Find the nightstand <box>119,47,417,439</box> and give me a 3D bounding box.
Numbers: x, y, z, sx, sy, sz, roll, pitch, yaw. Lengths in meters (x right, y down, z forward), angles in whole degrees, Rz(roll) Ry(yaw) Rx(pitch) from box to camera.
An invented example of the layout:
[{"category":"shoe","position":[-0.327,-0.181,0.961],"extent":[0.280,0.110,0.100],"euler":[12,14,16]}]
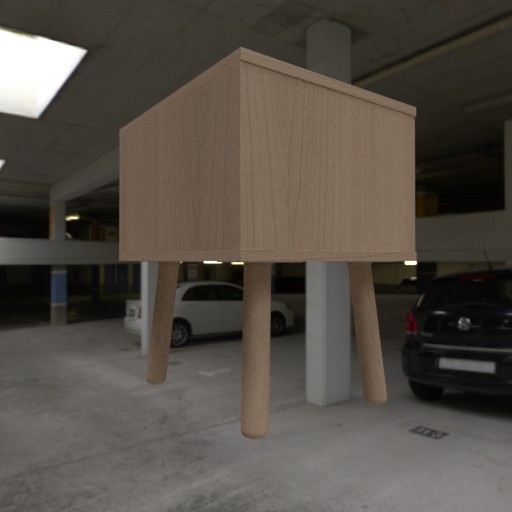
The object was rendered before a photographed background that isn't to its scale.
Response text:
[{"category":"nightstand","position":[0.000,0.000,0.859],"extent":[0.380,0.530,0.450],"euler":[0,-1,-36]}]
